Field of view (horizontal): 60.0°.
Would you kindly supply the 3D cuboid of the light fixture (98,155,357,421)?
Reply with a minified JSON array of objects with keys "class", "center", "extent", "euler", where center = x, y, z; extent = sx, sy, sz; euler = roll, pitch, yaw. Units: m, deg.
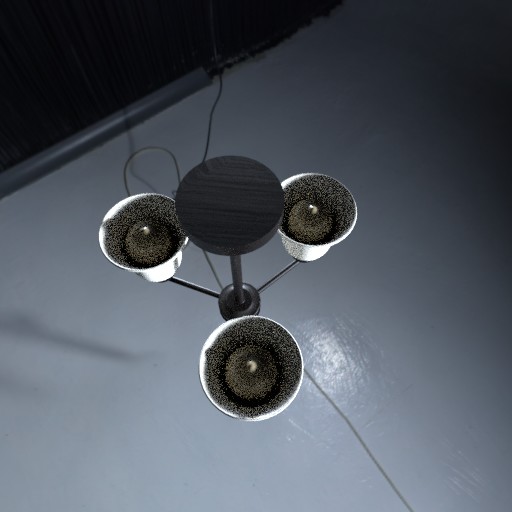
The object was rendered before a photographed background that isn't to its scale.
[{"class":"light fixture","center":[0.000,0.000,0.662],"extent":[0.354,0.370,0.388],"euler":[-36,68,-16]}]
